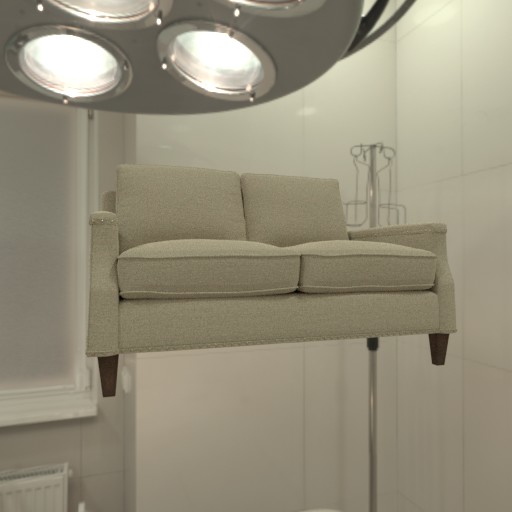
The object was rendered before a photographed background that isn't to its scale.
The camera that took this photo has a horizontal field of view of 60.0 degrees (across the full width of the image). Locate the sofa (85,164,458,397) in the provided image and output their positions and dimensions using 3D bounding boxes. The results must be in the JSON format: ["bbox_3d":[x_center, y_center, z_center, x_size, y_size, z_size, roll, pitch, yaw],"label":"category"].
[{"bbox_3d":[0.000,0.000,2.257,1.597,1.003,1.084,0,-1,-19],"label":"sofa"}]
